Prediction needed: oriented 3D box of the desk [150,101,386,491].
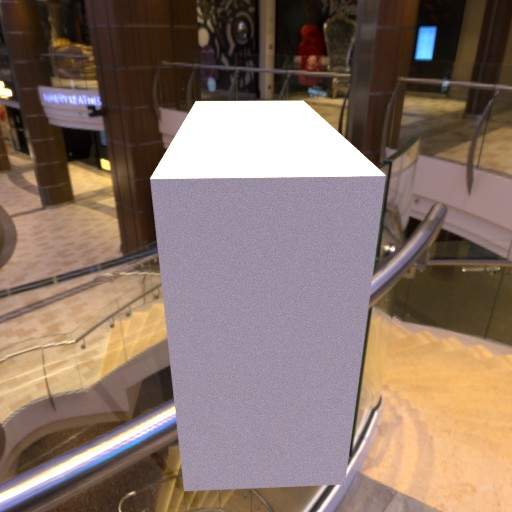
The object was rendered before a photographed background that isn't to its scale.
[{"bbox_3d":[0.000,0.000,1.373,0.400,0.790,1.000,-1,26,-2],"label":"desk"}]
